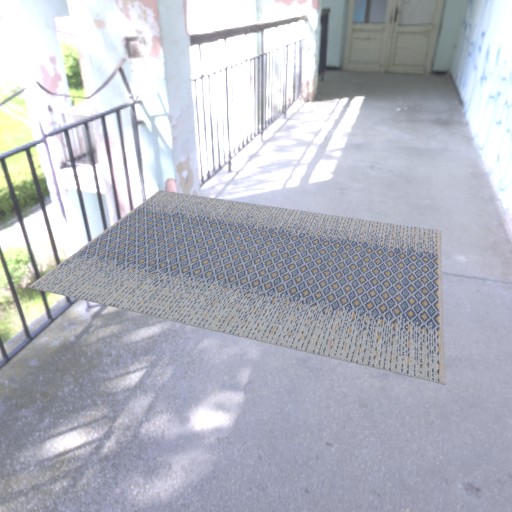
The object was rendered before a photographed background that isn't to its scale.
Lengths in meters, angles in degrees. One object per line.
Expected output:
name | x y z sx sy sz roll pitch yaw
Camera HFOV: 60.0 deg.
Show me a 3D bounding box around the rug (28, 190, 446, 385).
rug | 0.000 0.000 2.304 1.828 0.005 1.219 10 33 16
